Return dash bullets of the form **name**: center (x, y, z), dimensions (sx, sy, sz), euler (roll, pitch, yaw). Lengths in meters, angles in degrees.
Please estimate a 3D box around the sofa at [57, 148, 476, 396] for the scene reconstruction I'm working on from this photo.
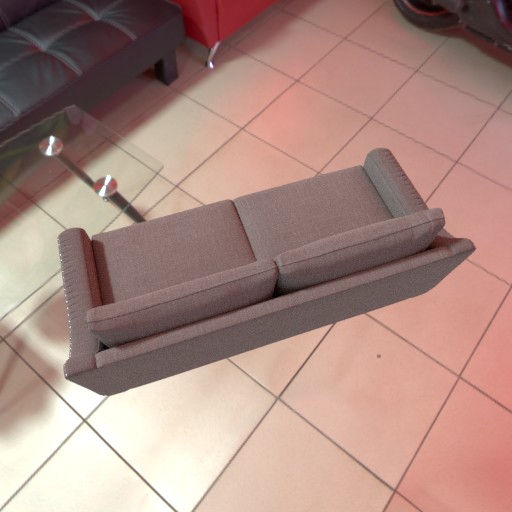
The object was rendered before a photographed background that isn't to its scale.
- **sofa**: center (0.000, 0.000, 2.702), dimensions (2.208, 0.857, 1.000), euler (-16, 61, -9)
